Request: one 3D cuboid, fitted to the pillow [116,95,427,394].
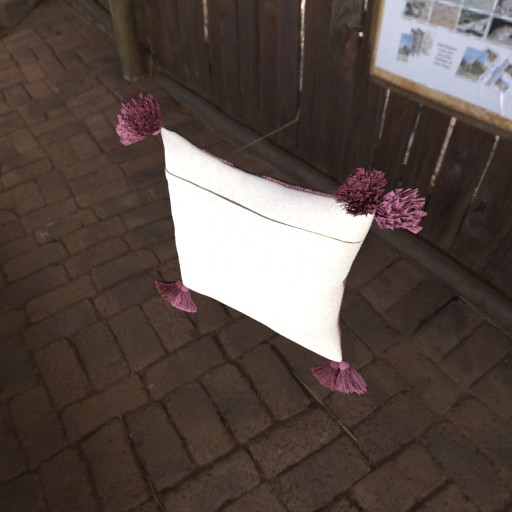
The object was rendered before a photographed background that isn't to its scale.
[{"bbox_3d":[0.000,0.000,0.986,0.641,0.659,0.138,25,50,22],"label":"pillow"}]
